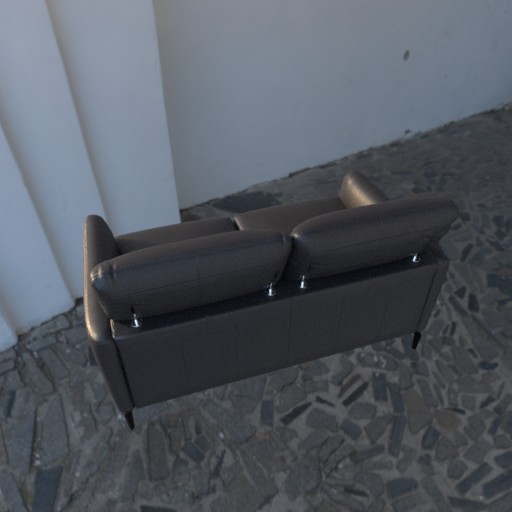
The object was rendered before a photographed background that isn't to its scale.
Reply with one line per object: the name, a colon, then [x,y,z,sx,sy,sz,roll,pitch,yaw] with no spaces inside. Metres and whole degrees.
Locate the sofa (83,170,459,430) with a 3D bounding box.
sofa: [0.000,0.000,2.171,1.596,0.920,0.958,-12,42,-13]
